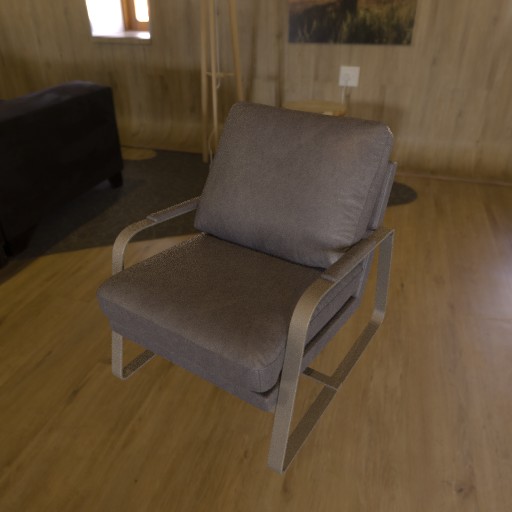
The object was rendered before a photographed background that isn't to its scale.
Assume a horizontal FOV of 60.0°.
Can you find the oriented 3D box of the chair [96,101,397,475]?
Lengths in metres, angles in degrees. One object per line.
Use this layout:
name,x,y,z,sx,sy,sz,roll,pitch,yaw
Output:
chair,0.000,0.000,1.477,0.692,0.839,0.878,19,35,28
